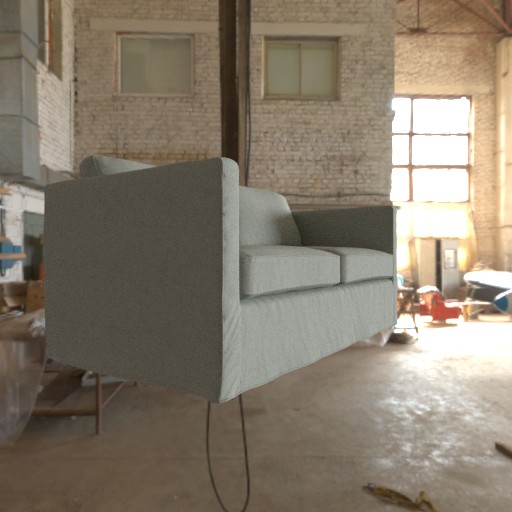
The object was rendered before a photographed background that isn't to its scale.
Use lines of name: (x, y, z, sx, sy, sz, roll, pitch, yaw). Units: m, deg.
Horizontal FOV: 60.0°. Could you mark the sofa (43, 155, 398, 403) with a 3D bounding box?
sofa: (0.000, 0.000, 2.223, 0.944, 0.830, 1.727, 0, 0, 34)
